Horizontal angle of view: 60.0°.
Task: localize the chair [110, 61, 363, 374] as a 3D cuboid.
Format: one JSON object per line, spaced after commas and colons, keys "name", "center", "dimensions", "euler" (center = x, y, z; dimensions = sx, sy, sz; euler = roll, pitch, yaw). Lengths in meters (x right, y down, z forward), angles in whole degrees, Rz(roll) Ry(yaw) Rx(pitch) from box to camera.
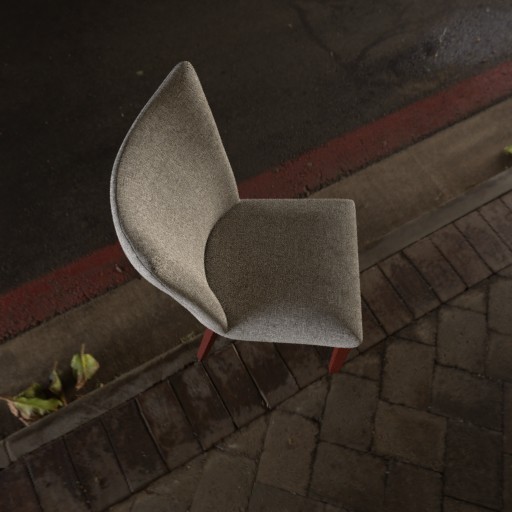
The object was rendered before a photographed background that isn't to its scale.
{"name": "chair", "center": [0.000, 0.000, 1.301], "dimensions": [0.623, 0.924, 0.535], "euler": [3, 64, 1]}
